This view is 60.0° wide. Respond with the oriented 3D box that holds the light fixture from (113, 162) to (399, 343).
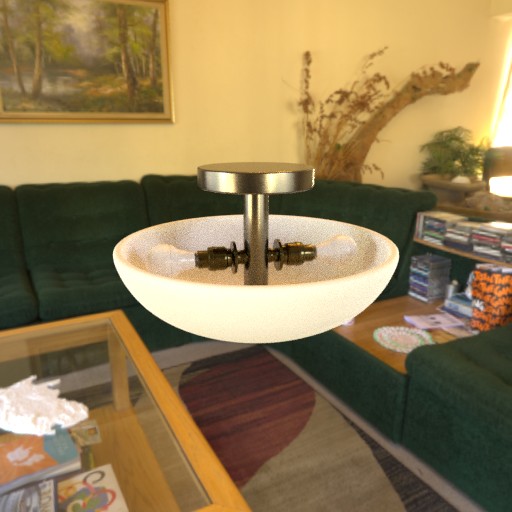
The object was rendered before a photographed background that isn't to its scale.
[{"bbox_3d":[0.000,0.000,0.539,0.330,0.214,0.330,0,16,0],"label":"light fixture"}]
